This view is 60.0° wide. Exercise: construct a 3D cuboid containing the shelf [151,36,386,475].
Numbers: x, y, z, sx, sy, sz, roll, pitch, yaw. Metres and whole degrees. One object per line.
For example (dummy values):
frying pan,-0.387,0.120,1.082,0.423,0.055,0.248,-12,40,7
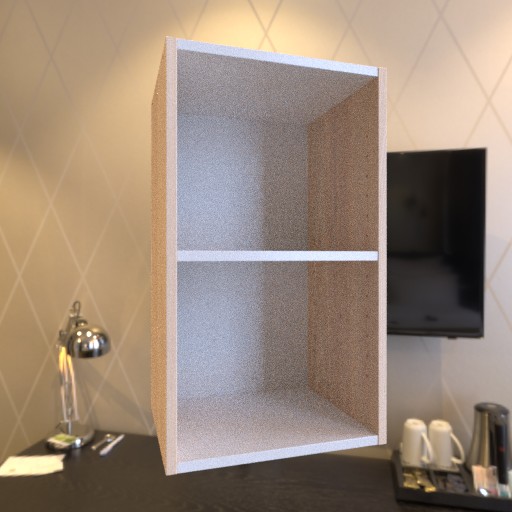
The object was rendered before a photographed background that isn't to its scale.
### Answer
shelf,0.000,0.000,0.795,0.350,0.600,0.290,0,0,-17
